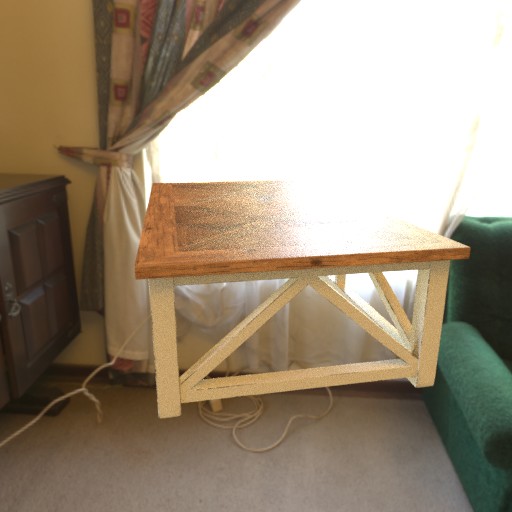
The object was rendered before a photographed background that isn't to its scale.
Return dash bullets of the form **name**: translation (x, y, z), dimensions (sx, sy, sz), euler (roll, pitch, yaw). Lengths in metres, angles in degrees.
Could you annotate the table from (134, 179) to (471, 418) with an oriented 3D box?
- **table**: translation (0.000, 0.000, 1.729), dimensions (0.800, 0.410, 1.400), euler (-3, 17, -11)
